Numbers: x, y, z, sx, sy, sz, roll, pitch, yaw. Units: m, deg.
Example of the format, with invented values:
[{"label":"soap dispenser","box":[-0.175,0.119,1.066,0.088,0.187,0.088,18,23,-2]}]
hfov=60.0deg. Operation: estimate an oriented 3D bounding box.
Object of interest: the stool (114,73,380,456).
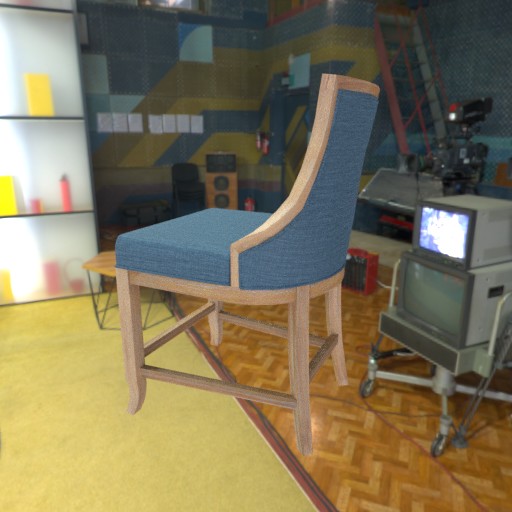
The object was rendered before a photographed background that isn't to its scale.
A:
[{"label":"stool","box":[0.000,0.000,1.312,0.626,0.938,0.524,8,18,25]}]
